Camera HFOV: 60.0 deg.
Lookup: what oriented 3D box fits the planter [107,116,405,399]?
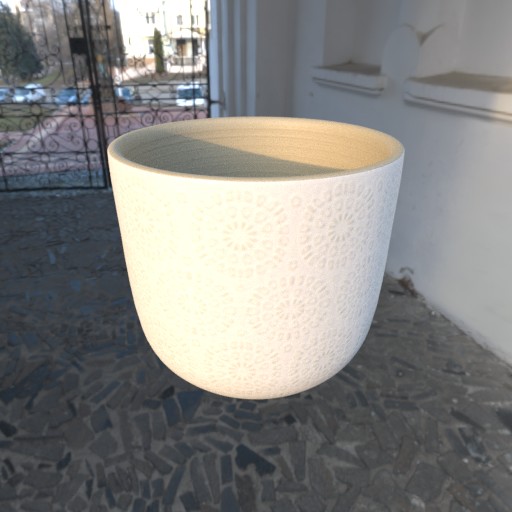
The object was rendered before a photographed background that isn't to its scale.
[{"bbox_3d":[0.000,0.000,0.364,0.208,0.190,0.208,0,26,0],"label":"planter"}]
